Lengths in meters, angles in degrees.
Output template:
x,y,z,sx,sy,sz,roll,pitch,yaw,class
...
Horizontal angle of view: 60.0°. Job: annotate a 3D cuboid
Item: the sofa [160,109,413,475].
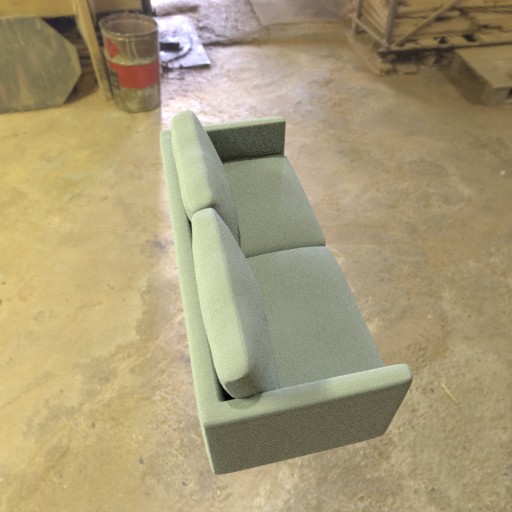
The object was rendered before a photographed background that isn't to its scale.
x,y,z,sx,sy,sz,roll,pitch,yaw,class
0.000,0.000,2.724,0.951,0.965,2.208,-9,48,-9,sofa
